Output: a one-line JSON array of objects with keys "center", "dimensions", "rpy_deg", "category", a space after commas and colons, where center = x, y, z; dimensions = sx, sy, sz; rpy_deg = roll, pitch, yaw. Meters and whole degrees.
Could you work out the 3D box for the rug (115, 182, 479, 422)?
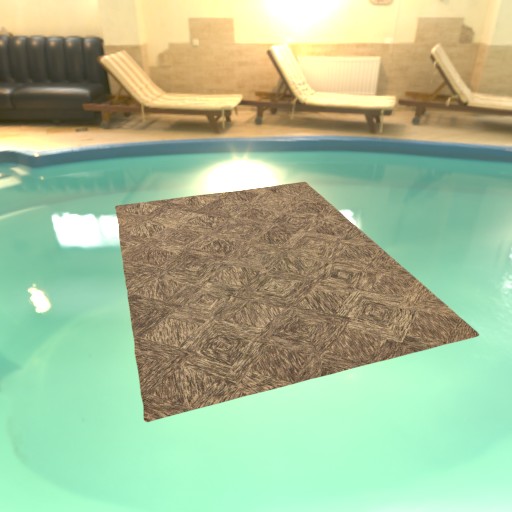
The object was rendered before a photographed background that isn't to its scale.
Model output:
[{"center": [0.000, 0.000, 4.244], "dimensions": [2.448, 0.017, 3.204], "rpy_deg": [-10, 32, -16], "category": "rug"}]
